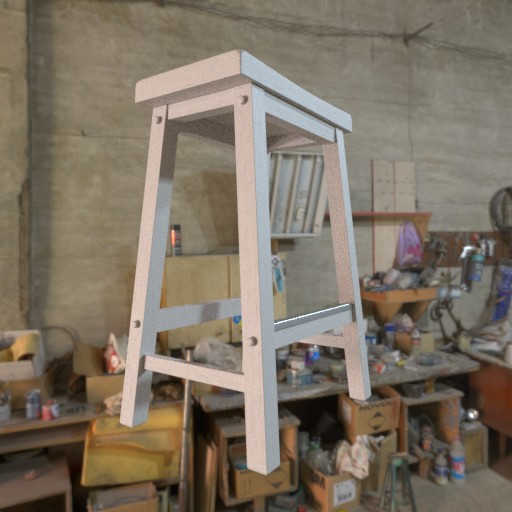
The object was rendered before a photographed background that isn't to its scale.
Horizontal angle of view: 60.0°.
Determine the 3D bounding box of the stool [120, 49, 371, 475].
[{"bbox_3d":[0.000,0.000,0.875,0.322,0.610,0.406,1,1,35],"label":"stool"}]
